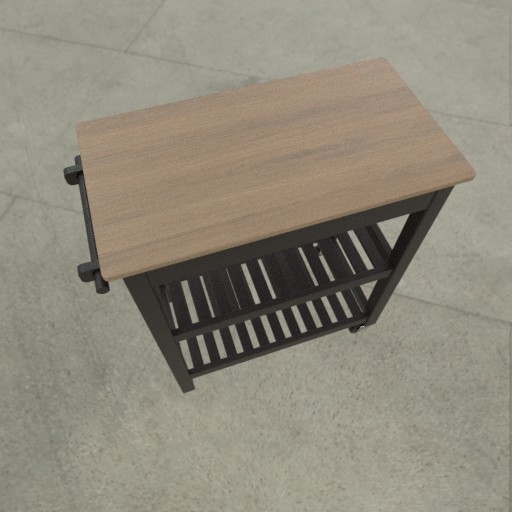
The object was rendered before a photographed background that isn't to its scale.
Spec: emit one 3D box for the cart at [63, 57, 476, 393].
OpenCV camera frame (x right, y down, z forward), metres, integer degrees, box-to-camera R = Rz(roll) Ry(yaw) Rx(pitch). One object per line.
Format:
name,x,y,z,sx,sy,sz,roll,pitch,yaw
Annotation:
cart,0.000,0.000,1.423,0.899,0.927,0.457,-16,60,-10
